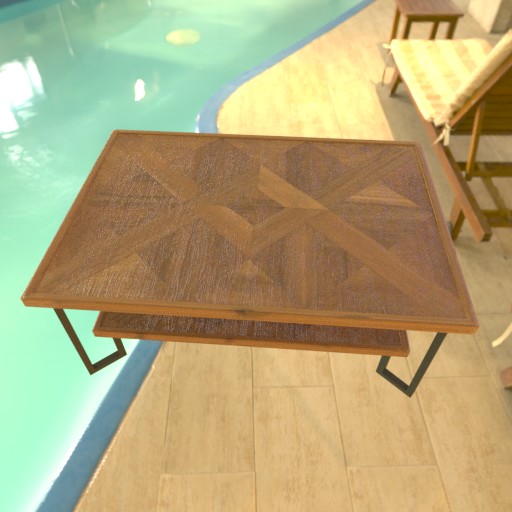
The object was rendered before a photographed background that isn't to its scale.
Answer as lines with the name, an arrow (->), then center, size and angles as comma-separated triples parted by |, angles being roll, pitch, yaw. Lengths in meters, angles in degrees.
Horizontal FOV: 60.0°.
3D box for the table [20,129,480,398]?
table -> 0.000, 0.000, 1.663 | 1.238, 0.492, 0.877 | 3, 47, 3
